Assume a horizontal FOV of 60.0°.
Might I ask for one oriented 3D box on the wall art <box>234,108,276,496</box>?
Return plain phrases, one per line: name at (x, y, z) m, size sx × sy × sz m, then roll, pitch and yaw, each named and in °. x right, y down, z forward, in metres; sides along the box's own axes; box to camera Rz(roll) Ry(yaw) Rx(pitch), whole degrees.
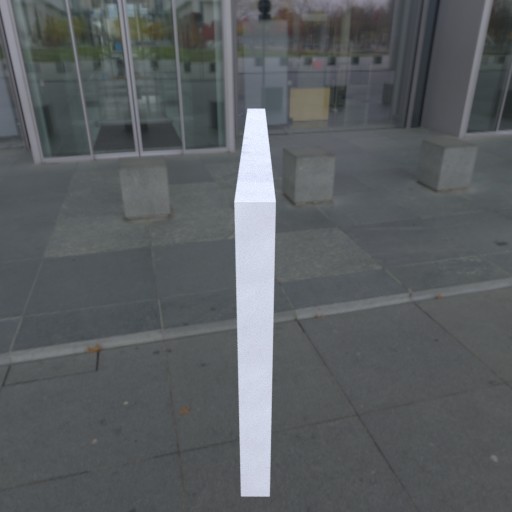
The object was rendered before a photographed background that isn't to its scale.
wall art at (0.000, 0.000, 0.767) m, size 0.038 × 0.407 × 0.609 m, roll 0°, pitch 26°, yaw 0°
